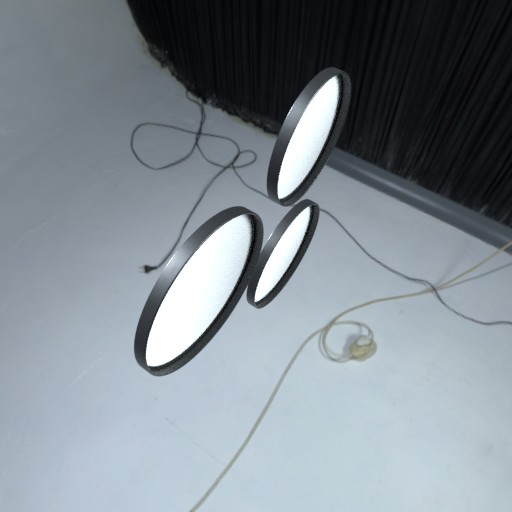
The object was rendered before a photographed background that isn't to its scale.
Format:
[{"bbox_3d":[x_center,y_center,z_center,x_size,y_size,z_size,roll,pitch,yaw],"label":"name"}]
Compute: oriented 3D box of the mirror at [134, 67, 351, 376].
[{"bbox_3d":[0.000,0.000,3.117,0.076,2.096,2.160,31,63,18],"label":"mirror"}]
